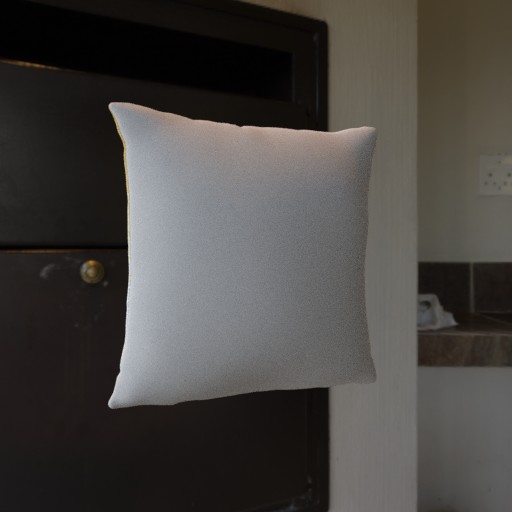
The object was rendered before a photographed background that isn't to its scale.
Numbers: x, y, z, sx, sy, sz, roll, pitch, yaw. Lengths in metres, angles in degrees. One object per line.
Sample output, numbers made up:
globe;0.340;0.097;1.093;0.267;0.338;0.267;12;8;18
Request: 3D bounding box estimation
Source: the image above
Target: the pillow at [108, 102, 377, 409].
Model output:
pillow;0.000;0.000;0.711;0.450;0.450;0.211;0;0;-19
